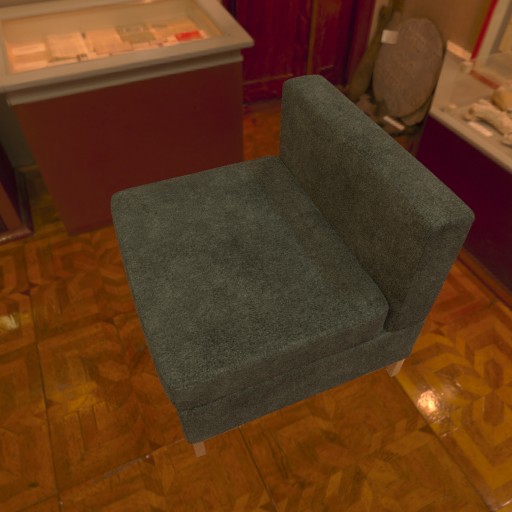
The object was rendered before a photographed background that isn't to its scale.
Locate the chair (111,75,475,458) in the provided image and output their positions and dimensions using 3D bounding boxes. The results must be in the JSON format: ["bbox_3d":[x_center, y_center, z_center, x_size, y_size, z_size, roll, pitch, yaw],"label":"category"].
[{"bbox_3d":[0.000,0.000,1.209,0.680,0.660,0.680,-17,49,-15],"label":"chair"}]
